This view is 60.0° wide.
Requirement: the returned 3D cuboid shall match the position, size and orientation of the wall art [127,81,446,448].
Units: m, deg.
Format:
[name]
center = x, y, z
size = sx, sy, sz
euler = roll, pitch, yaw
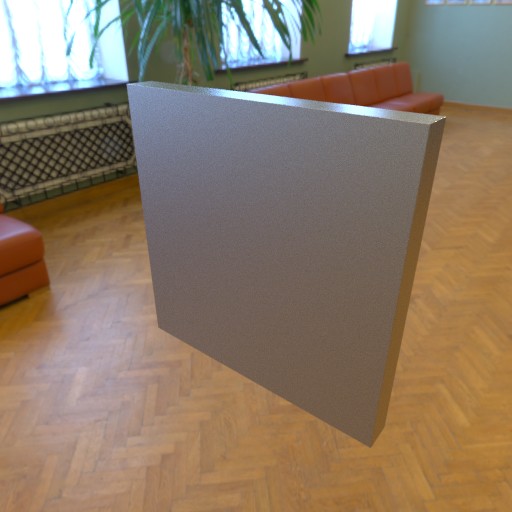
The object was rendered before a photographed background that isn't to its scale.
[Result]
[wall art]
center = 0.000, 0.000, 0.512
size = 0.350, 0.350, 0.038
euler = 20, 34, 33
